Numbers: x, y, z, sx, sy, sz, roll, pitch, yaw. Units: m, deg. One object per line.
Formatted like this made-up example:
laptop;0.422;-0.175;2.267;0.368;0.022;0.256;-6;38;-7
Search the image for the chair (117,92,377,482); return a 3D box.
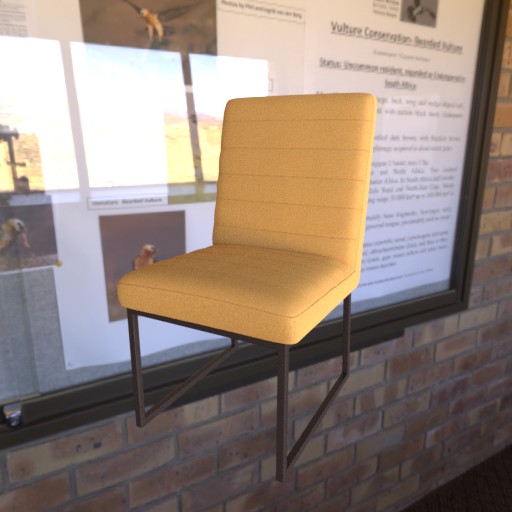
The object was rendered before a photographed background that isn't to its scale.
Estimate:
chair;0.000;0.000;1.302;0.520;0.930;0.634;8;17;27
